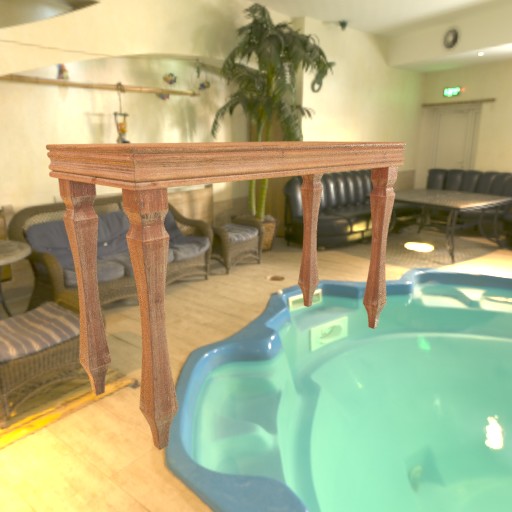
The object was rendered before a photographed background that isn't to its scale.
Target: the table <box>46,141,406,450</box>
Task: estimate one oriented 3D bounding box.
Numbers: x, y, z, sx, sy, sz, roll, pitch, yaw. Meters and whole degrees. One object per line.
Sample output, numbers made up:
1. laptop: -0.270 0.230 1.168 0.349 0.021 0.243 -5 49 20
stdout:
1. table: 0.000 0.000 1.768 0.522 0.873 1.330 15 21 43
